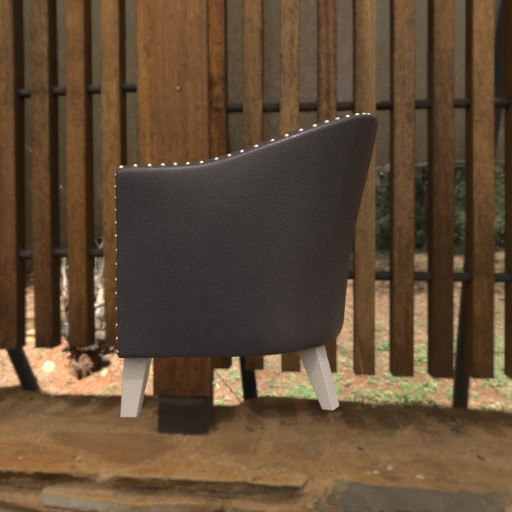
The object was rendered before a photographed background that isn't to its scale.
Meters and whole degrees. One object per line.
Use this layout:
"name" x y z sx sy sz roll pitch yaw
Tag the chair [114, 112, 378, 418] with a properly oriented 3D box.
"chair" 0.000 0.000 1.453 0.748 0.823 0.794 0 0 0
